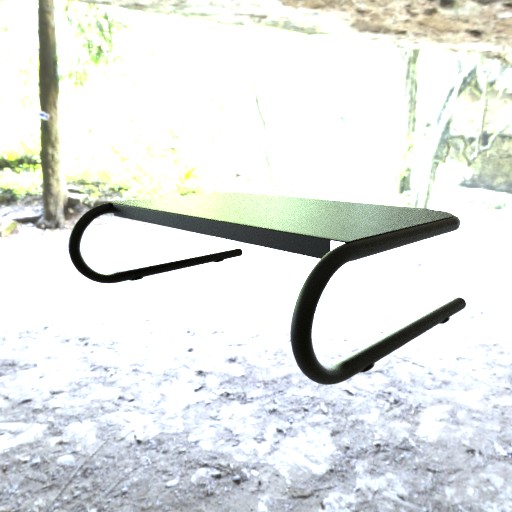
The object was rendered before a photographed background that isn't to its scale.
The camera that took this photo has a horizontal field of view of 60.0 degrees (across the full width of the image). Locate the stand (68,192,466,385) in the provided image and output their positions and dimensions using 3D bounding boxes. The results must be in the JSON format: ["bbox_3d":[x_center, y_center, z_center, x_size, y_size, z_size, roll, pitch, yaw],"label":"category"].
[{"bbox_3d":[0.000,0.000,0.503,0.280,0.108,0.370,-13,18,-43],"label":"stand"}]
